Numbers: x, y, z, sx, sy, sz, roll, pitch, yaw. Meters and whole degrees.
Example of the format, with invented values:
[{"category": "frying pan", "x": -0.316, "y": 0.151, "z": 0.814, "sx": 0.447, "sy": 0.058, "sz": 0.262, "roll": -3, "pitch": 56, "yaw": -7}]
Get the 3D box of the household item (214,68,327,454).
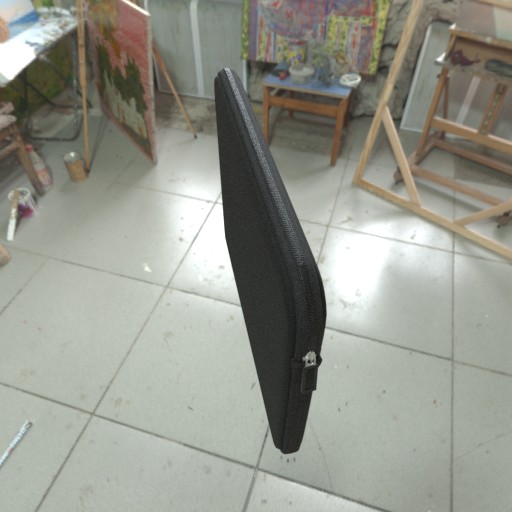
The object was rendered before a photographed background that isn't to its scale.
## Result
[{"category": "household item", "x": 0.000, "y": 0.000, "z": 0.520, "sx": 0.030, "sy": 0.305, "sz": 0.396, "roll": -9, "pitch": 48, "yaw": -8}]
